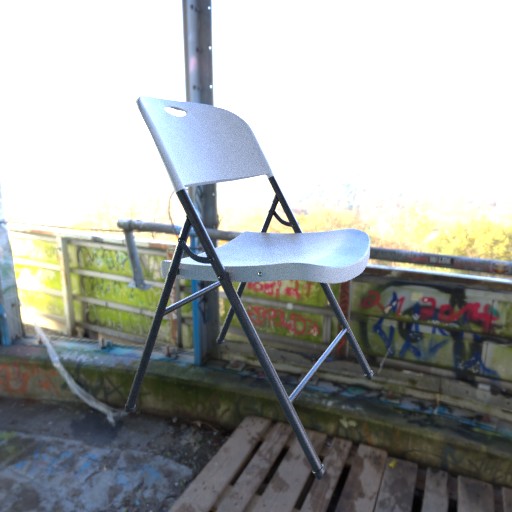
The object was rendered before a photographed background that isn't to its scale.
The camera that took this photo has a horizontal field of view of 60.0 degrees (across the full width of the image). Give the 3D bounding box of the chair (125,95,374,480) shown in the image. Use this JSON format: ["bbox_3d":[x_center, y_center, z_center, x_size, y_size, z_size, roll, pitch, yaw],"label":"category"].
[{"bbox_3d":[0.000,0.000,1.176,0.566,0.810,0.494,7,16,26],"label":"chair"}]
